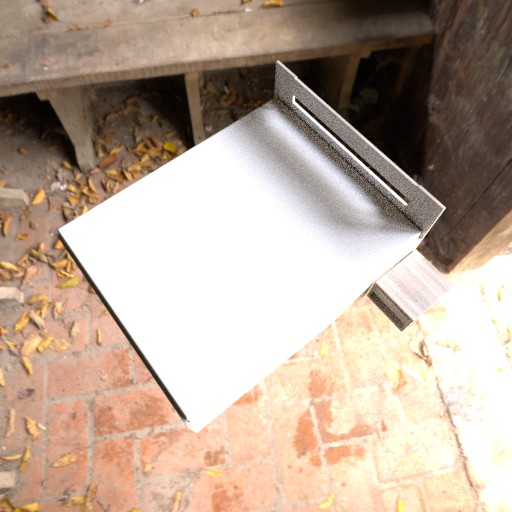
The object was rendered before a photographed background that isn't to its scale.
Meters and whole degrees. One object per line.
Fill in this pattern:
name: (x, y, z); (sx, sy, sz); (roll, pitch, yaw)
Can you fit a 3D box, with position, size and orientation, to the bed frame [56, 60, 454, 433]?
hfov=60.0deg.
bed frame: (0.000, 0.000, 3.134); (2.050, 0.860, 2.040); (-36, 70, -15)
